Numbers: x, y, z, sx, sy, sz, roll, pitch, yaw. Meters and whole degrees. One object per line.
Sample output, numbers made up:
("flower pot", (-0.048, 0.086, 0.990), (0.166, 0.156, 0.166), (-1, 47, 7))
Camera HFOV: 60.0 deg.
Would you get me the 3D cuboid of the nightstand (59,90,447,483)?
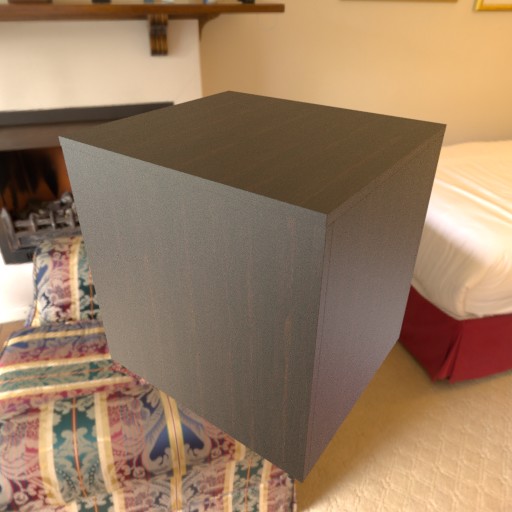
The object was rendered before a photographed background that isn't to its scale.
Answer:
("nightstand", (0.000, 0.000, 0.804), (0.461, 0.460, 0.400), (21, 37, 30))
